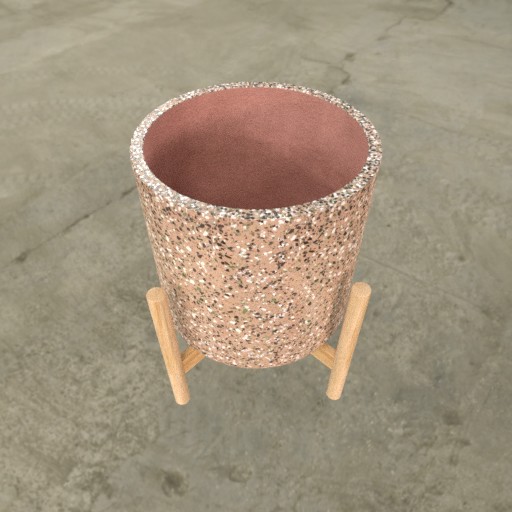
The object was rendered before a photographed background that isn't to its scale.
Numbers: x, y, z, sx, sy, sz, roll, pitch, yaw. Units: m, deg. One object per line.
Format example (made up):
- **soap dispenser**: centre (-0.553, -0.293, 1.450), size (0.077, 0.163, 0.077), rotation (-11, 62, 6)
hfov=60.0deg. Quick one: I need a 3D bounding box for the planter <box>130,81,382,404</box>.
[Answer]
- **planter**: centre (0.000, 0.000, 0.692), size (0.360, 0.419, 0.360), rotation (-18, 49, -17)
